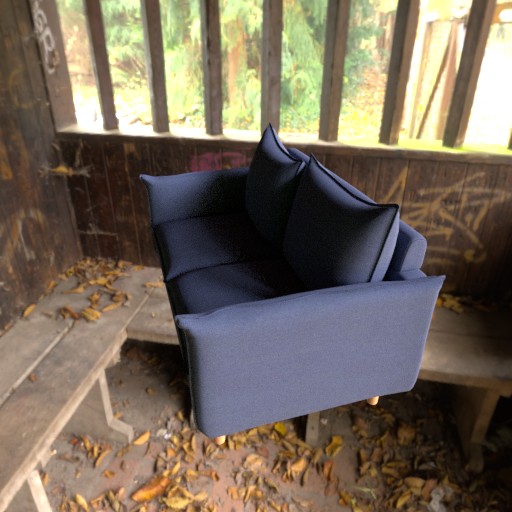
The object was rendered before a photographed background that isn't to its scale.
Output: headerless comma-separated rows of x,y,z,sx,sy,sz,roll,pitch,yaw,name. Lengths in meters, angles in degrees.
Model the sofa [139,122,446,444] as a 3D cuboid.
0.000,0.000,1.856,0.820,0.840,1.300,-8,30,-15,sofa
